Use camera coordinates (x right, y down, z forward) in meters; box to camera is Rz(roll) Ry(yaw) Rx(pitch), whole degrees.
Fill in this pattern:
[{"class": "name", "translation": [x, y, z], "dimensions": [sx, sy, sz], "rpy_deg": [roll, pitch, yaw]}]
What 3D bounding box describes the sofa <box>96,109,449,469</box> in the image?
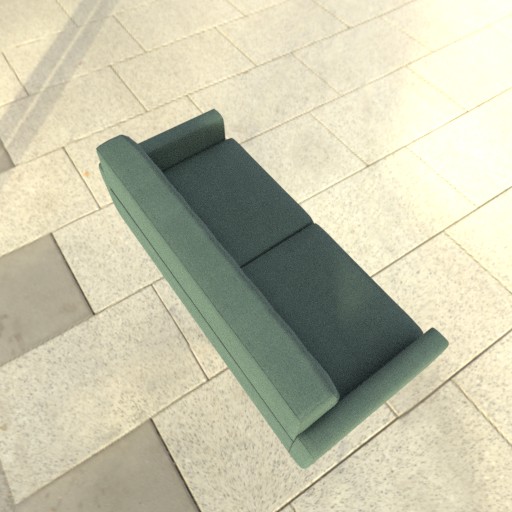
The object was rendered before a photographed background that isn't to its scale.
[{"class": "sofa", "translation": [0.000, 0.000, 2.522], "dimensions": [0.909, 0.841, 2.029], "rpy_deg": [-32, 64, -18]}]
